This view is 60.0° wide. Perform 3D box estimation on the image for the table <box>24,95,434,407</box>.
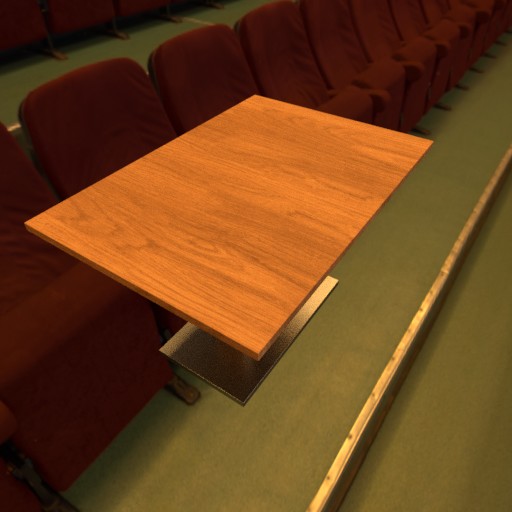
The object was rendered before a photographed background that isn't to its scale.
[{"bbox_3d":[0.000,0.000,1.875,0.900,0.770,1.300,24,46,25],"label":"table"}]
